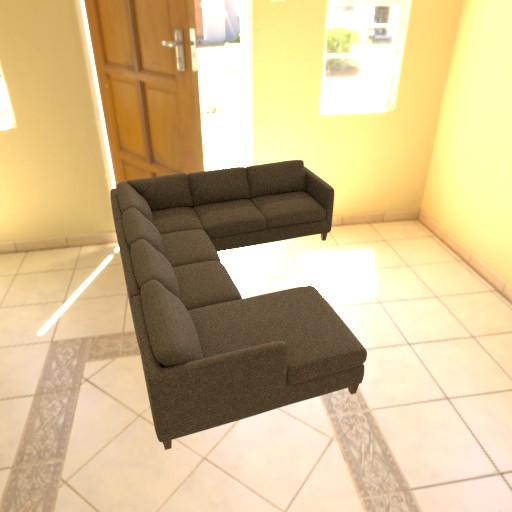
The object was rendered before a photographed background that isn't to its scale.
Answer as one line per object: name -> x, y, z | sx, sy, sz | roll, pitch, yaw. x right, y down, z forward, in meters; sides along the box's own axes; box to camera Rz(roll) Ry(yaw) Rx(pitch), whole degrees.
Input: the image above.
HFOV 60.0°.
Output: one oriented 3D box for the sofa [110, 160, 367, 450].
sofa -> 0.000, 0.000, 4.428 | 2.551, 0.853, 3.238 | -10, 32, -17
